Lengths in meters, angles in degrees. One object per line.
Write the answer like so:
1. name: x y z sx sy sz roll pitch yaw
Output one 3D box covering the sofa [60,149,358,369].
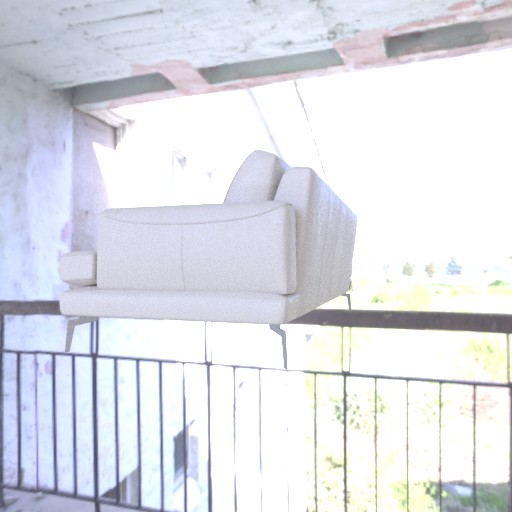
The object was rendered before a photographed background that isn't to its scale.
1. sofa: 0.000 0.000 2.461 0.974 0.765 1.940 0 -1 18
